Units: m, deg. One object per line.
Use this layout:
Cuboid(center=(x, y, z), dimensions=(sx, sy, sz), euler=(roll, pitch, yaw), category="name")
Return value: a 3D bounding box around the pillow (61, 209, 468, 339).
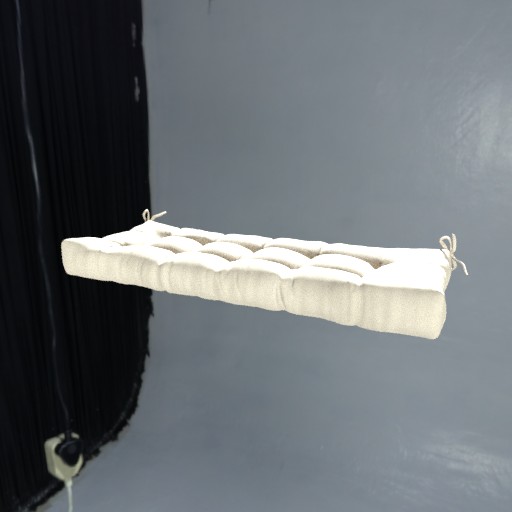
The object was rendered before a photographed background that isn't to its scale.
Cuboid(center=(0.000, 0.000, 1.372), dimensions=(1.194, 0.174, 0.511), euler=(7, 17, 25), category="pillow")
